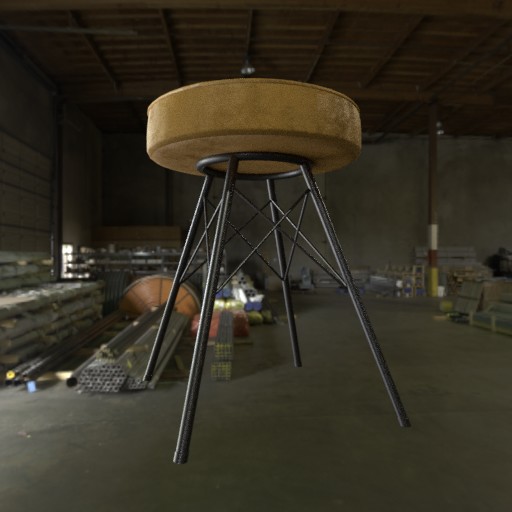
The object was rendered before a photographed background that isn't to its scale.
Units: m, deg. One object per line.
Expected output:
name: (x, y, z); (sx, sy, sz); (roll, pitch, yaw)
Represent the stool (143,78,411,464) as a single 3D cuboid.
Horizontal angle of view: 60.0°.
stool: (0.000, 0.000, 0.916); (0.438, 0.595, 0.472); (0, 0, -18)
